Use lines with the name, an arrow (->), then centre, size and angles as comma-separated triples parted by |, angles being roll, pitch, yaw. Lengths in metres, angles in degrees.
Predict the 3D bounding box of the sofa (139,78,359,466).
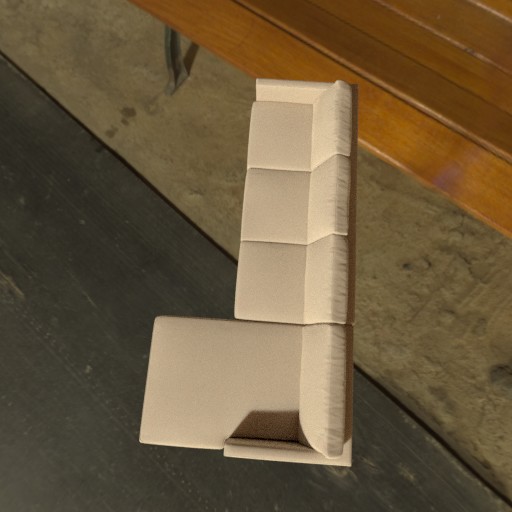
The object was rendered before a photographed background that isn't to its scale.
sofa -> 0.000, 0.000, 3.824 | 1.622, 0.871, 3.206 | 4, 75, 1
